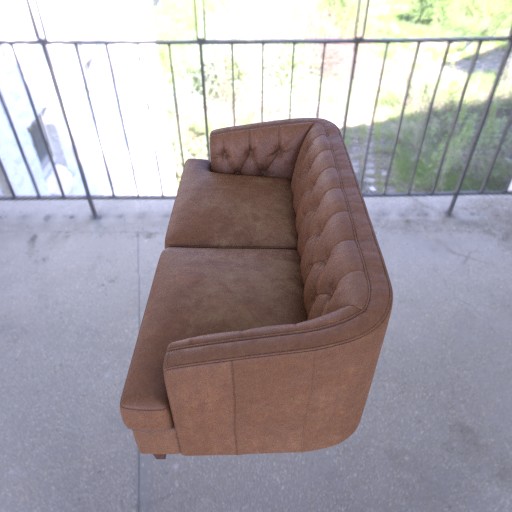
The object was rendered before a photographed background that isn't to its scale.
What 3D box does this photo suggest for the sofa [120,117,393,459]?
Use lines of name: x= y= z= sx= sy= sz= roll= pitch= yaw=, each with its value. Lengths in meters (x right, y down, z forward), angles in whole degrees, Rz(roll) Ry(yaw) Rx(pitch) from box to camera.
sofa: x=0.000 y=0.000 z=2.169 sx=0.914 sy=0.786 sz=1.755 roll=0 pitch=40 yaw=0
